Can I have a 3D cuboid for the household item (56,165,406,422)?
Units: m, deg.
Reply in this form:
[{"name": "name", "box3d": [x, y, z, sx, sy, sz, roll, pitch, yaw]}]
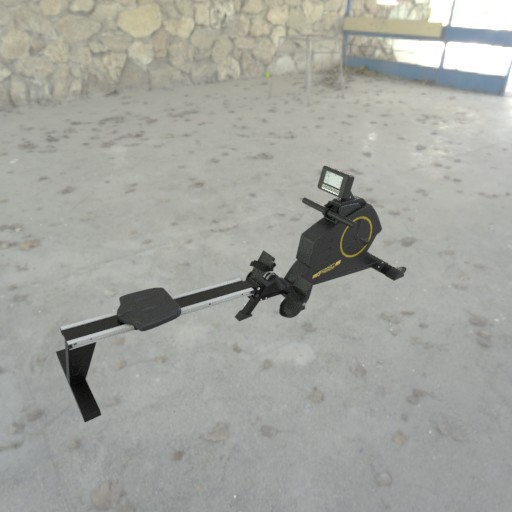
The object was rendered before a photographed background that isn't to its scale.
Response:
[{"name": "household item", "box3d": [0.000, 0.000, 2.571, 2.251, 0.810, 0.521, -19, 35, -29]}]
